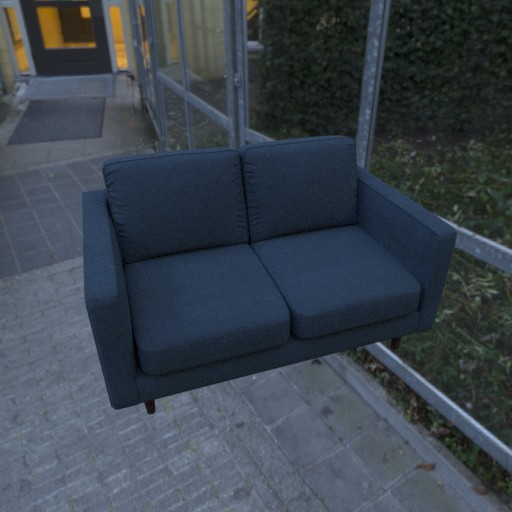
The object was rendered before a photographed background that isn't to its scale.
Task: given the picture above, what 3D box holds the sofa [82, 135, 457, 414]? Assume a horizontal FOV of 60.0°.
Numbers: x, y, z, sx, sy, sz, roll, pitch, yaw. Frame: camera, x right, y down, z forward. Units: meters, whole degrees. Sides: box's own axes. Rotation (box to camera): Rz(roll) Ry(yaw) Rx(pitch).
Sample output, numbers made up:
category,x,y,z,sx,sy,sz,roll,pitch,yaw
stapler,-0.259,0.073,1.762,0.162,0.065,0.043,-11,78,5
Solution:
category,x,y,z,sx,sy,sz,roll,pitch,yaw
sofa,0.000,0.000,2.167,1.518,0.930,0.999,-10,33,-16
